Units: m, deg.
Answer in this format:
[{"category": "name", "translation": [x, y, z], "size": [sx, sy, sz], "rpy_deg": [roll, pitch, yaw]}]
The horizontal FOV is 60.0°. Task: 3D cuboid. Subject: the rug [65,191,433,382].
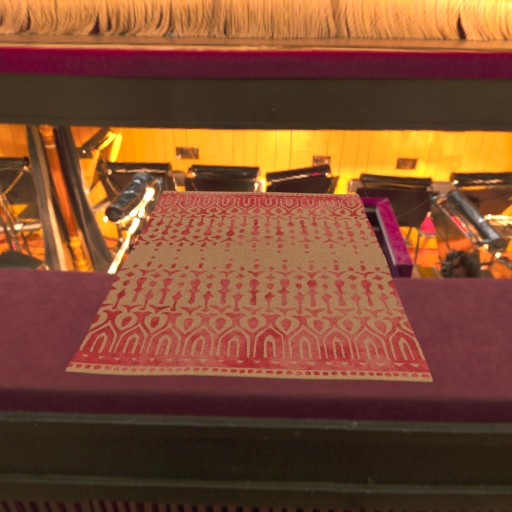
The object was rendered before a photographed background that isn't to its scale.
[{"category": "rug", "translation": [0.000, 0.000, 4.209], "size": [2.441, 0.016, 3.095], "rpy_deg": [1, 31, 2]}]
